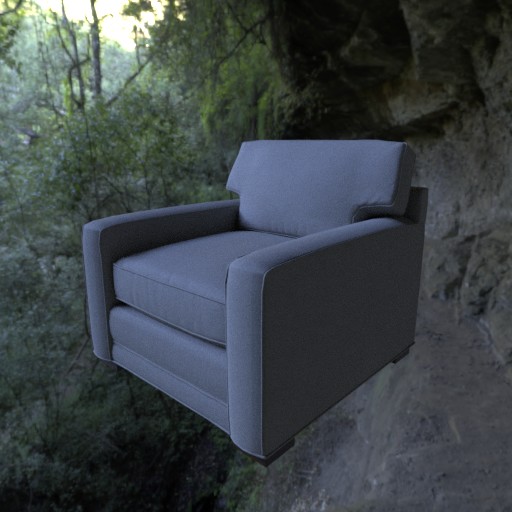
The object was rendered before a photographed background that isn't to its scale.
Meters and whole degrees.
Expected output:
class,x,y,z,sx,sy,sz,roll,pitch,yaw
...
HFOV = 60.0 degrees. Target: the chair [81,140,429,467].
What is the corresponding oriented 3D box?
class,x,y,z,sx,sy,sz,roll,pitch,yaw
chair,0.000,0.000,1.842,0.999,0.934,1.044,13,20,41
